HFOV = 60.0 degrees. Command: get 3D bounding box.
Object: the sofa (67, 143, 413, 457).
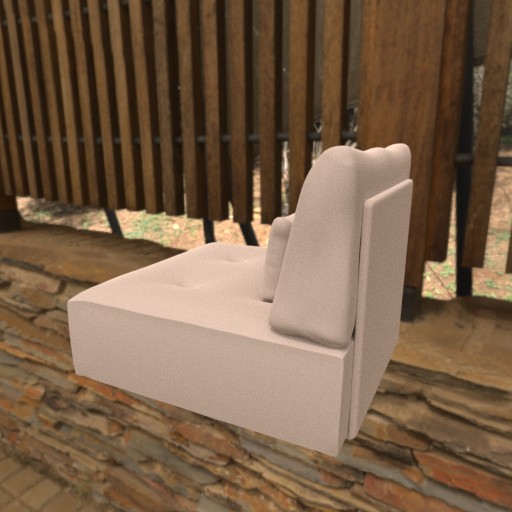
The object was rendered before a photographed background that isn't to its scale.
[{"bbox_3d":[0.000,0.000,1.681,1.000,0.828,0.935,7,16,26],"label":"sofa"}]
